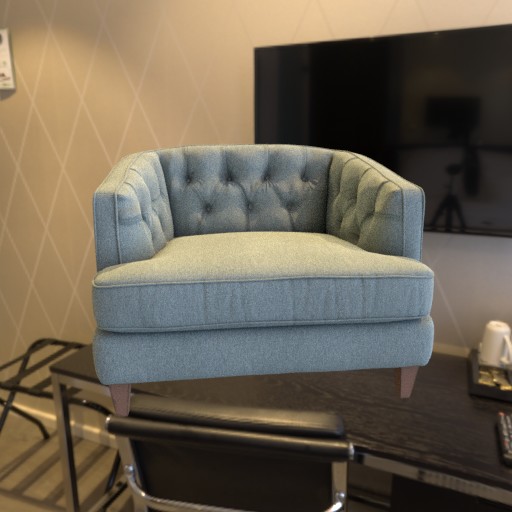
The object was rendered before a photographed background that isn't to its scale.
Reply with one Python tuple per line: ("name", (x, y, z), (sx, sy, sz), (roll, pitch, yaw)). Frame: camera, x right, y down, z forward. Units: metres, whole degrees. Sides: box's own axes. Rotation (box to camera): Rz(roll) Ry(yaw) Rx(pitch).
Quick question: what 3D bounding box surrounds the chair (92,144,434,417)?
("chair", (0.000, 0.000, 1.720), (1.094, 0.852, 0.945), (-2, 14, -7))
